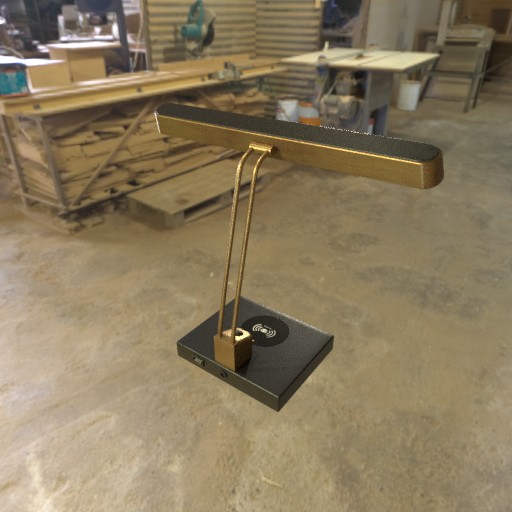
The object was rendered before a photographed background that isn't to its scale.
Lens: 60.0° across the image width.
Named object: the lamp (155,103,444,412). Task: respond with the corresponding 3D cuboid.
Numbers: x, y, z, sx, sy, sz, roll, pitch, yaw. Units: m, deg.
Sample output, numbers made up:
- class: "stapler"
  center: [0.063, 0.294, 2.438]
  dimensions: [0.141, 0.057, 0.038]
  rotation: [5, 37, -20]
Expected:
- class: "lamp"
  center: [0.000, 0.000, 0.600]
  dimensions: [0.412, 0.345, 0.156]
  rotation: [20, 35, 31]
